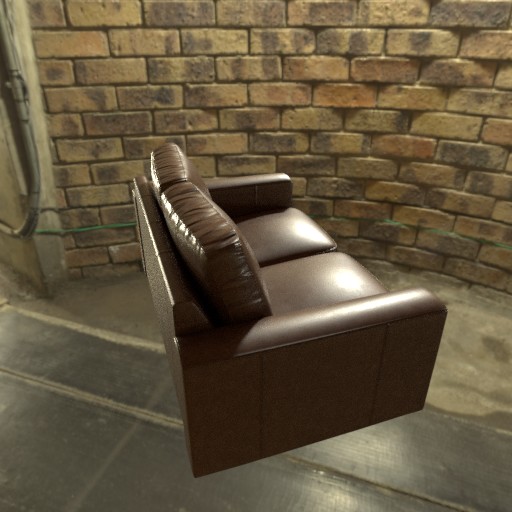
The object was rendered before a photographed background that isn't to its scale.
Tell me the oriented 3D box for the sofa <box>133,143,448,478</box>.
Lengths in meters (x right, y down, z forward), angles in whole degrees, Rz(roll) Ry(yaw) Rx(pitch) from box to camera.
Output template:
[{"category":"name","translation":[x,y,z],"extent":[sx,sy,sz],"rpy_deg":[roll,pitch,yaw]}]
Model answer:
[{"category":"sofa","translation":[0.000,0.000,2.187],"extent":[1.016,0.873,1.616],"rpy_deg":[-9,30,-16]}]
